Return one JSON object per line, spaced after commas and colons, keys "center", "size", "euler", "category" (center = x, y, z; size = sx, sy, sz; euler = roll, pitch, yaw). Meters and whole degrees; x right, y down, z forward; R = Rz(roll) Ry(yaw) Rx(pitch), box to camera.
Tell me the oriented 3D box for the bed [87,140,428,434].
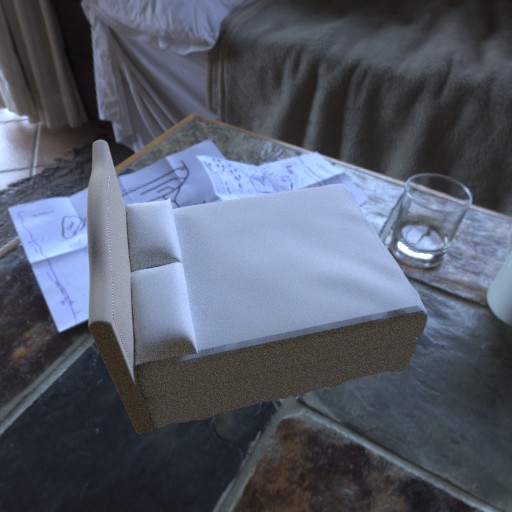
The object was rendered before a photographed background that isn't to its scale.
{"center": [0.000, 0.000, 3.234], "size": [2.052, 1.398, 1.678], "euler": [-10, 46, -10], "category": "bed"}
